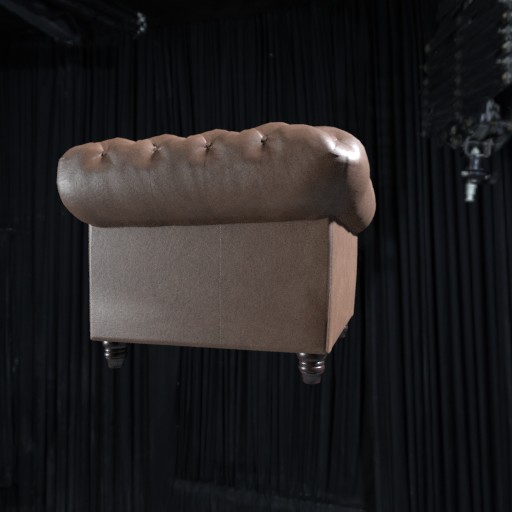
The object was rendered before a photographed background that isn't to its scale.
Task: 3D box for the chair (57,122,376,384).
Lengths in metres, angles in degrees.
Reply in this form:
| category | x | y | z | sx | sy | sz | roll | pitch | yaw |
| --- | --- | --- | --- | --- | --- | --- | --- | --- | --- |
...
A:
| category | x | y | z | sx | sy | sz | roll | pitch | yaw |
| --- | --- | --- | --- | --- | --- | --- | --- | --- | --- |
| chair | 0.000 | 0.000 | 1.852 | 0.954 | 0.784 | 1.298 | 0 | 0 | 16 |
